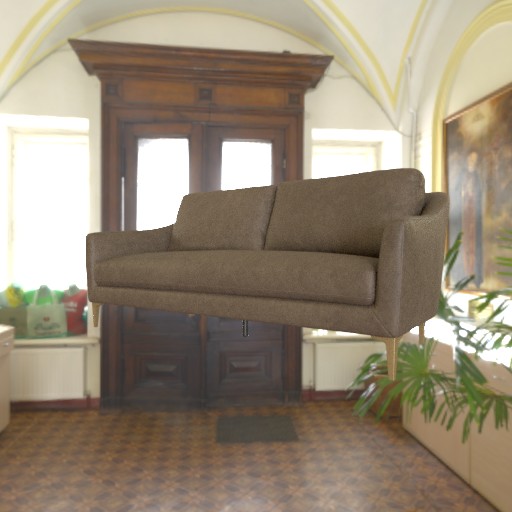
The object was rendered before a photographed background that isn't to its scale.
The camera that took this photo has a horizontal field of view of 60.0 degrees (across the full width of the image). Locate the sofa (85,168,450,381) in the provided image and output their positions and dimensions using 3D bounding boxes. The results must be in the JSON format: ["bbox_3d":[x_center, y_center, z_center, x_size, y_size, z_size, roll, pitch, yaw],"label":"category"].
[{"bbox_3d":[0.000,0.000,2.545,2.036,0.902,0.960,0,0,38],"label":"sofa"}]
